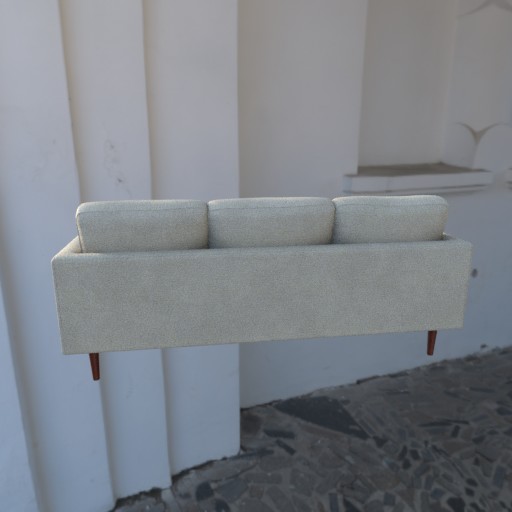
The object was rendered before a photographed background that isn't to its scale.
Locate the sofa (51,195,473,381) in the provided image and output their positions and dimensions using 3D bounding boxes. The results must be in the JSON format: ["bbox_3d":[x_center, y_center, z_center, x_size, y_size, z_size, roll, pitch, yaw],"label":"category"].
[{"bbox_3d":[0.000,0.000,3.053,2.233,0.956,1.504,-2,15,-8],"label":"sofa"}]
